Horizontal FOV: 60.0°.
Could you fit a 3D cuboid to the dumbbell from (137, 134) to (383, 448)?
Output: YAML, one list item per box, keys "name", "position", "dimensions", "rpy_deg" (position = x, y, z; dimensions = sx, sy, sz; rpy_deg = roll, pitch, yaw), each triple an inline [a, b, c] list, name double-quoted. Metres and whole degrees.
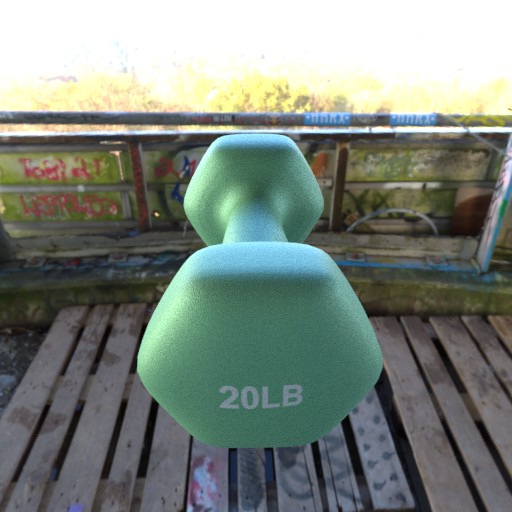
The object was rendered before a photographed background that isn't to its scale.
- name: "dumbbell"
  position: [0.000, 0.000, 0.322]
  dimensions: [0.129, 0.117, 0.260]
  rpy_deg: [0, 31, 0]
